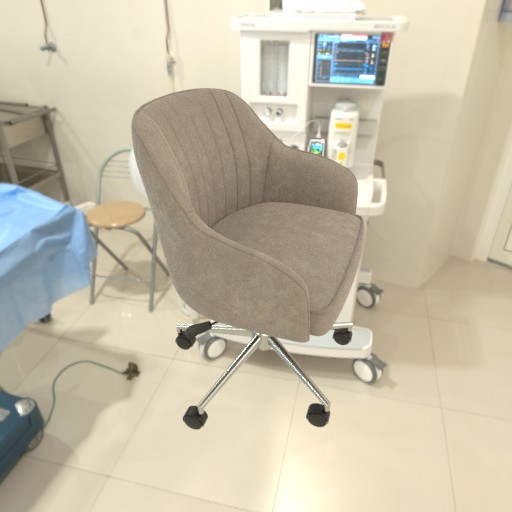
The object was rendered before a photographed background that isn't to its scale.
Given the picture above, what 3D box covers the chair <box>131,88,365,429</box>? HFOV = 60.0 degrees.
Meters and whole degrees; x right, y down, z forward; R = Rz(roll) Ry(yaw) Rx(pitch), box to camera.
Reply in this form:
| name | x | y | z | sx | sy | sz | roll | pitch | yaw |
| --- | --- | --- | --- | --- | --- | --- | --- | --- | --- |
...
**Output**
| name | x | y | z | sx | sy | sz | roll | pitch | yaw |
| --- | --- | --- | --- | --- | --- | --- | --- | --- | --- |
| chair | 0.000 | 0.000 | 1.272 | 0.573 | 0.831 | 0.635 | 11 | 34 | 17 |
